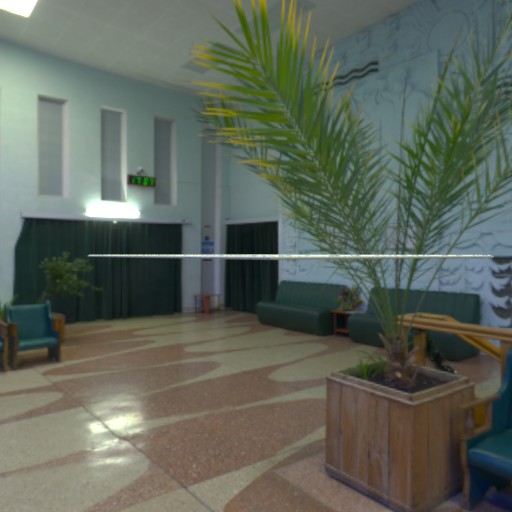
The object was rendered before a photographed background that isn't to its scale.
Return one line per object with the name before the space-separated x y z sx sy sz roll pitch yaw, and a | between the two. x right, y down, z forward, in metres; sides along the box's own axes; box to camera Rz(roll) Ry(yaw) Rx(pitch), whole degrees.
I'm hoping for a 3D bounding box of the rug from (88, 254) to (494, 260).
rug | 0.000 0.000 3.452 1.819 0.018 2.746 0 0 -36
